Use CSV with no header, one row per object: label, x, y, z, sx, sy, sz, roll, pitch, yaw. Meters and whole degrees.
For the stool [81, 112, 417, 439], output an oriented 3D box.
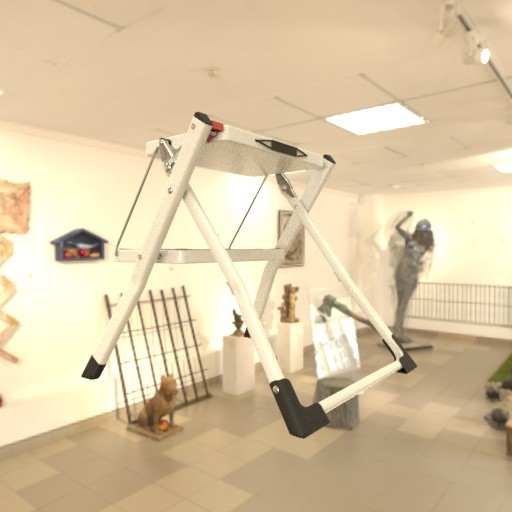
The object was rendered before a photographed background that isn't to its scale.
stool,0.000,0.000,0.865,0.490,0.445,0.485,1,1,38
